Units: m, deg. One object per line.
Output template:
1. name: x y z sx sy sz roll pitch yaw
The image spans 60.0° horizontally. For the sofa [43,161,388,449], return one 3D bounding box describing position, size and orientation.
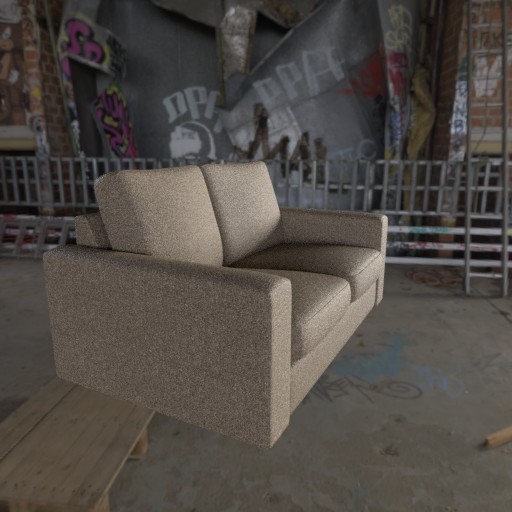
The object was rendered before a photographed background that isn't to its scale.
1. sofa: 0.000 0.000 2.186 1.016 0.873 1.616 7 16 27
